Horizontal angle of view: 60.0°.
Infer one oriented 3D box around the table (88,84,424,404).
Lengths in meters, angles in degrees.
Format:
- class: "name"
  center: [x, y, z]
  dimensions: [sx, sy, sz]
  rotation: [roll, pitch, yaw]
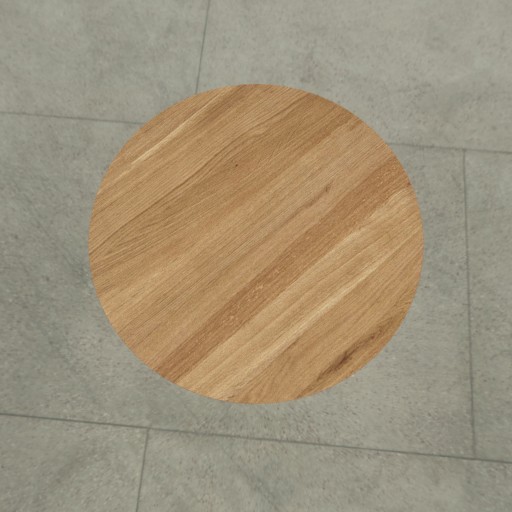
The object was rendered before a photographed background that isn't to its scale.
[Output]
- class: "table"
  center: [0.000, 0.000, 1.699]
  dimensions: [1.038, 0.666, 1.038]
  rotation: [0, 75, 0]
